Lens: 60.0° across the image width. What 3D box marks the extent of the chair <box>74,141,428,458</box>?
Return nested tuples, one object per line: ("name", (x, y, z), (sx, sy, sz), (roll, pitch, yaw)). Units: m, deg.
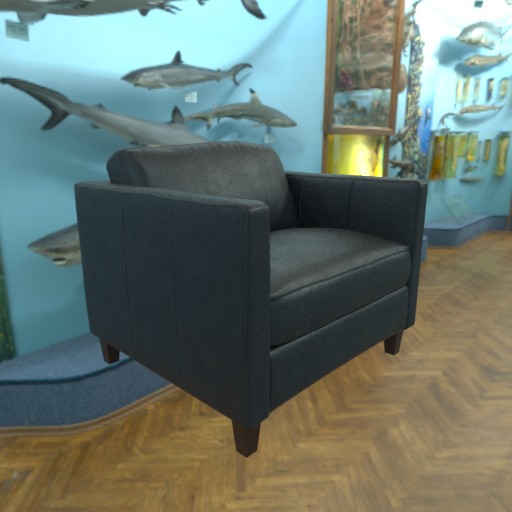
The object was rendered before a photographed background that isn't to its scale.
("chair", (0.000, 0.000, 1.607), (0.862, 0.811, 0.939), (14, 20, 42))
